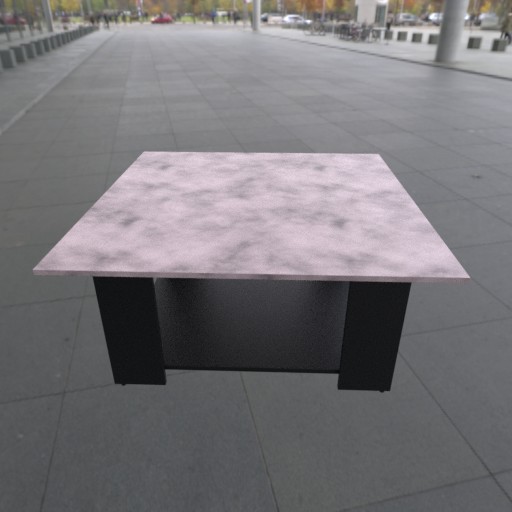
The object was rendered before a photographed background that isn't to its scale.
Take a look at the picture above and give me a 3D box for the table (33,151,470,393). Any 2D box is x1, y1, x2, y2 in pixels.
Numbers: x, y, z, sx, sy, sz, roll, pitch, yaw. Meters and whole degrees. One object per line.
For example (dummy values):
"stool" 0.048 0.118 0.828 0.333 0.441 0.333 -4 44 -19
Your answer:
"table" 0.000 0.000 1.043 0.670 0.305 0.670 1 29 2
